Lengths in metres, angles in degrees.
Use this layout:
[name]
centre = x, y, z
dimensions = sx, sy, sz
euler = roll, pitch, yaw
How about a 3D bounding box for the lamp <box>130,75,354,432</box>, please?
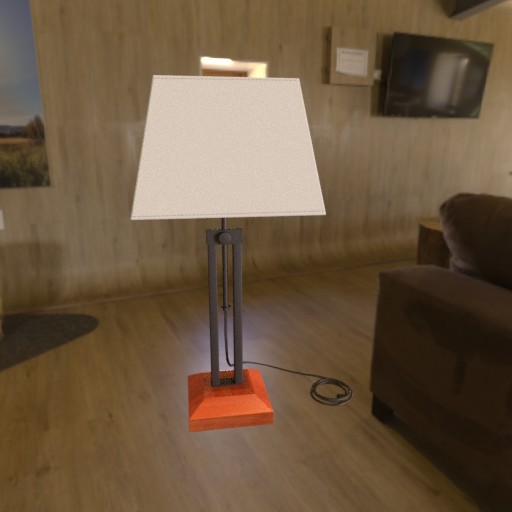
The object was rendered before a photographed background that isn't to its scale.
[lamp]
centre = 0.000, 0.000, 0.995
dimensions = 0.498, 0.737, 0.310
euler = -2, 15, -8
